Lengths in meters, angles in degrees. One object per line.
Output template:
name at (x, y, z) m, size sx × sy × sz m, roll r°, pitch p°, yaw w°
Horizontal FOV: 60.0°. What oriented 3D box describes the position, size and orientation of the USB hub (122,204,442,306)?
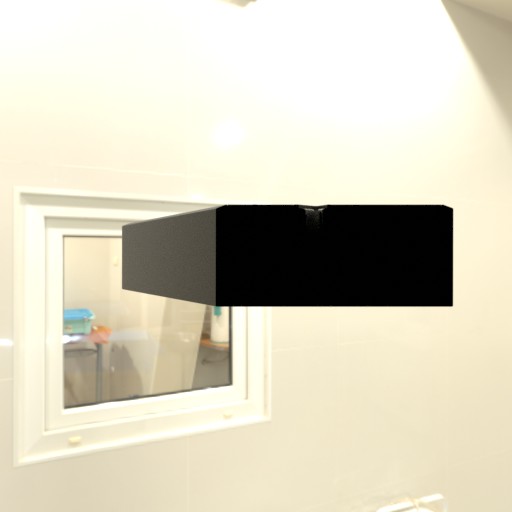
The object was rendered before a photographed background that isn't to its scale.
USB hub at (0.000, 0.000, 0.126) m, size 0.044 × 0.023 × 0.110 m, roll 0°, pitch 0°, yaw -34°
